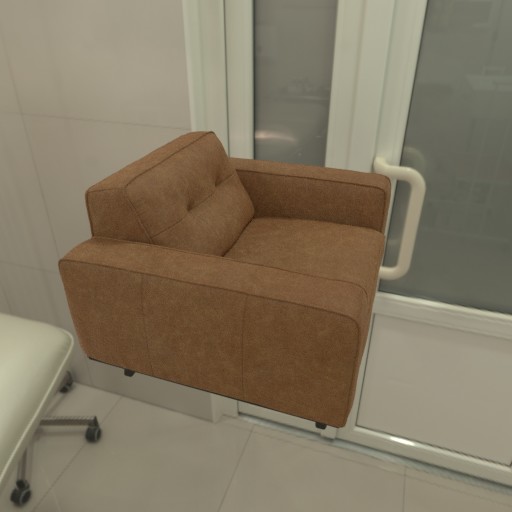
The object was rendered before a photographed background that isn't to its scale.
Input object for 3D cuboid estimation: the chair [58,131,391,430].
[{"bbox_3d":[0.000,0.000,1.753,0.952,0.782,1.118,10,32,16],"label":"chair"}]
